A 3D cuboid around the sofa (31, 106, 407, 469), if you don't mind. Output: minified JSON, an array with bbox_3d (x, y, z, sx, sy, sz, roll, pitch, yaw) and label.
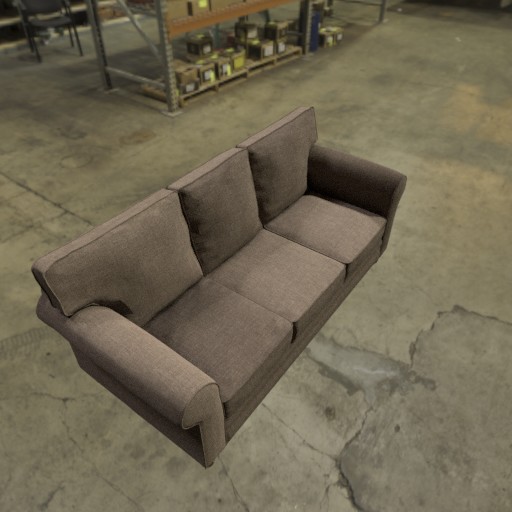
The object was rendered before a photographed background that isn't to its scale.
[{"bbox_3d":[0.000,0.000,2.477,0.916,0.961,2.084,25,46,27],"label":"sofa"}]
